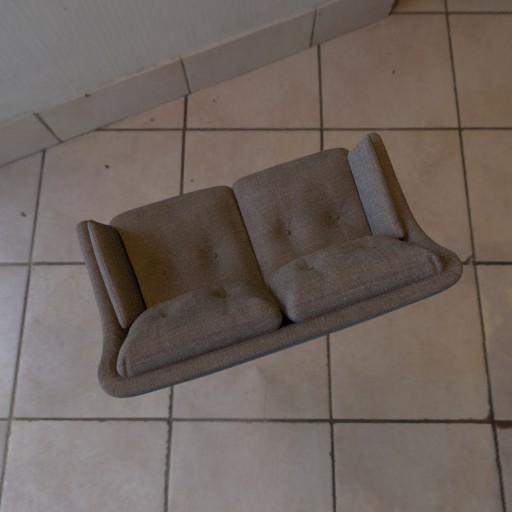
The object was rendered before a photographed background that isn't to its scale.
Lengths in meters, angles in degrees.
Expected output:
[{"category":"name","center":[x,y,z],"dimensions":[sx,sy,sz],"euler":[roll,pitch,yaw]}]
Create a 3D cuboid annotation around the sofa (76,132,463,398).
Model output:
[{"category":"sofa","center":[0.000,0.000,2.280],"dimensions":[1.646,0.887,0.976],"euler":[-18,77,-4]}]
